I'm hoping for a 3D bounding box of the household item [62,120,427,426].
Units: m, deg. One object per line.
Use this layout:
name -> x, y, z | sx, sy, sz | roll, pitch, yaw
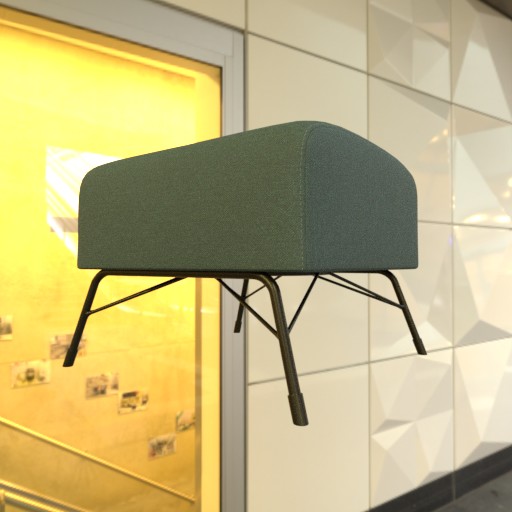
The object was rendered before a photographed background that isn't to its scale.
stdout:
household item -> 0.000, 0.000, 0.899 | 0.530, 0.420, 0.530 | -1, -1, 36
